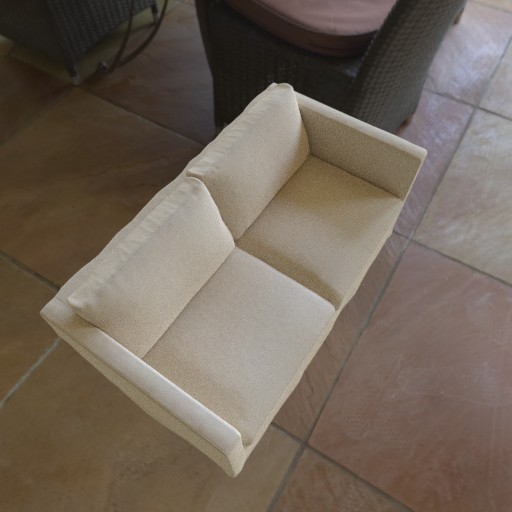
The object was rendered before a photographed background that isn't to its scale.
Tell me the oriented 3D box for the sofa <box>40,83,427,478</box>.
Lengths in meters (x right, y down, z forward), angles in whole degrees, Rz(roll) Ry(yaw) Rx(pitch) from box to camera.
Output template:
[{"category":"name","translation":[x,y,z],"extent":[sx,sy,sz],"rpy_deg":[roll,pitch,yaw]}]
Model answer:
[{"category":"sofa","translation":[0.000,0.000,2.238],"extent":[0.962,0.834,1.746],"rpy_deg":[30,64,17]}]
